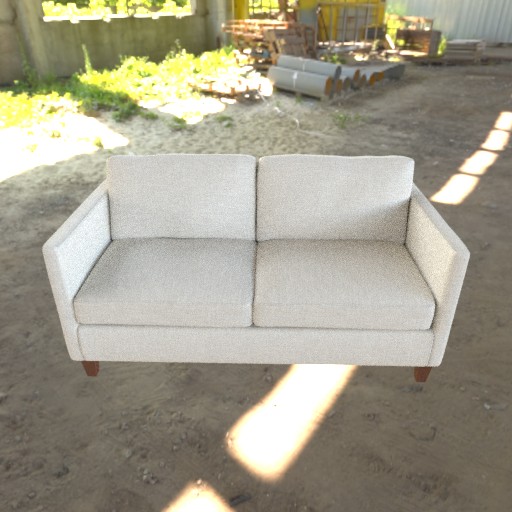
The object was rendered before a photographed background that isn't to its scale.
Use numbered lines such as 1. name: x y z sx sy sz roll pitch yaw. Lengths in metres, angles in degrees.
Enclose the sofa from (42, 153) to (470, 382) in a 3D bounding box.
1. sofa: 0.000 0.000 2.392 1.838 0.963 0.950 1 29 1
